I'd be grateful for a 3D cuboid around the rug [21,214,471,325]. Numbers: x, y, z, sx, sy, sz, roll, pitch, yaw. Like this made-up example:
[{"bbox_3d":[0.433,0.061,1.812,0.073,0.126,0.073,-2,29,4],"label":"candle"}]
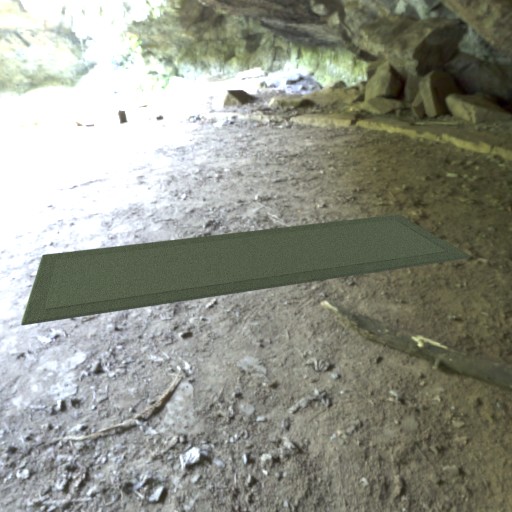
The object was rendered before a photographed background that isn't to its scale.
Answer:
[{"bbox_3d":[0.000,0.000,2.626,2.430,0.012,0.759,-7,26,-15],"label":"rug"}]
